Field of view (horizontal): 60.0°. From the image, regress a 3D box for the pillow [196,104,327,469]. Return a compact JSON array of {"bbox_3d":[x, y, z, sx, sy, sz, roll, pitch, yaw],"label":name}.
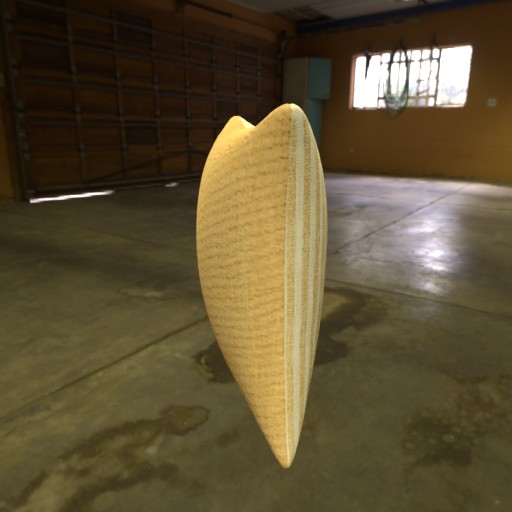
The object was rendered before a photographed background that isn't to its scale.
[{"bbox_3d":[0.000,0.000,0.656,0.173,0.407,0.419,-3,16,-9],"label":"pillow"}]
